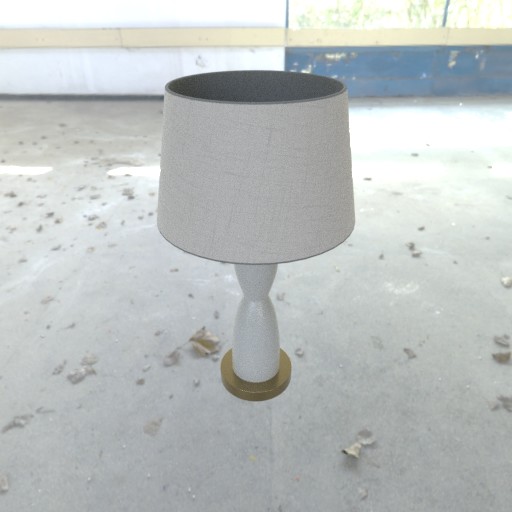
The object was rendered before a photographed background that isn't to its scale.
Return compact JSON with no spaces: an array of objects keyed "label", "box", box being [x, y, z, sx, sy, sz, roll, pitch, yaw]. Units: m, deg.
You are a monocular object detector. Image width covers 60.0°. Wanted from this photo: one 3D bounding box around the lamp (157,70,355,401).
[{"label":"lamp","box":[0.000,0.000,0.742,0.309,0.545,0.309,0,31,0]}]
